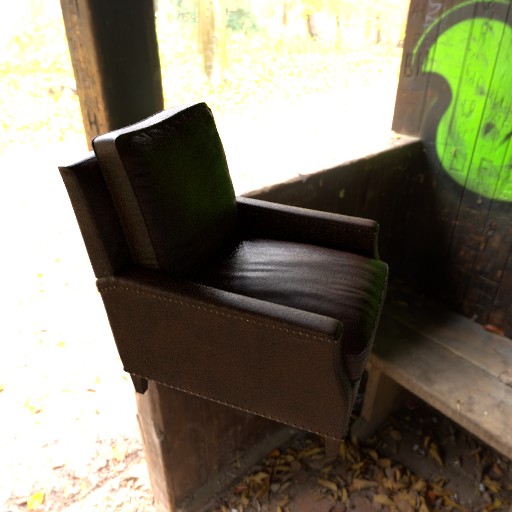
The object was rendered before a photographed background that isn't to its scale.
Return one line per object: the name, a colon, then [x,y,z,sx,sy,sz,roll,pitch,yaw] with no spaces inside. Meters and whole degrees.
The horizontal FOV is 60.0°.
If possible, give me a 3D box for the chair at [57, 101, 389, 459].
chair: [0.000,0.000,1.794,1.035,1.054,0.854,11,32,19]
